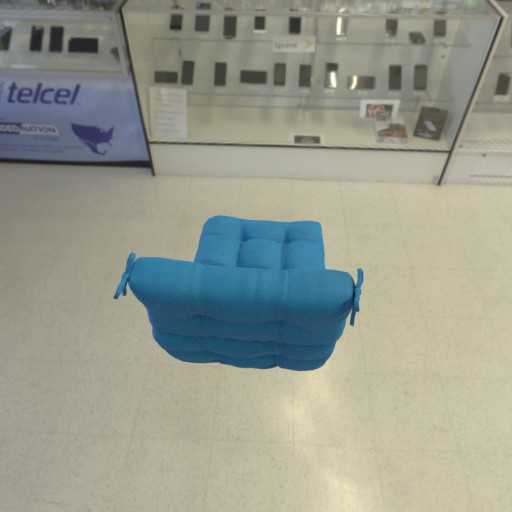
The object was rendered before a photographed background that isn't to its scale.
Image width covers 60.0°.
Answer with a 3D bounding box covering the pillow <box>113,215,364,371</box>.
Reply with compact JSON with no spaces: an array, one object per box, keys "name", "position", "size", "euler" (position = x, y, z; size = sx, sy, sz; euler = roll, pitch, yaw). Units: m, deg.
[{"name":"pillow","position":[0.000,0.000,1.507],"size":[0.526,0.863,1.016],"euler":[4,47,4]}]
